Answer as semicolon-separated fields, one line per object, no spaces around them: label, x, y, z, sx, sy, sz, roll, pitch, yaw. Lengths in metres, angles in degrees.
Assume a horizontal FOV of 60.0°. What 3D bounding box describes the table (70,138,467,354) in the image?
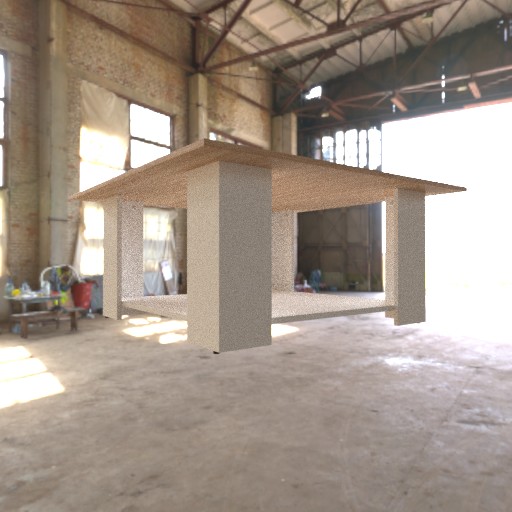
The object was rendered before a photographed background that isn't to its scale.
table;0.000;0.000;1.050;0.670;0.305;0.670;0;0;-37
